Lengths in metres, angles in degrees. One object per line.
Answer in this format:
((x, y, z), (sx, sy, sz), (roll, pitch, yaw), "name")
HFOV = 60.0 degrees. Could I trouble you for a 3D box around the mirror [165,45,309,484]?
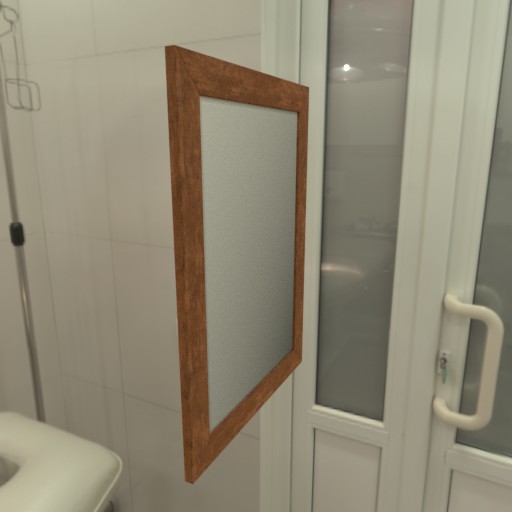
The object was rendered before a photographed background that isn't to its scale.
((0.000, 0.000, 1.416), (0.028, 1.099, 0.796), (7, 16, 27), "mirror")
